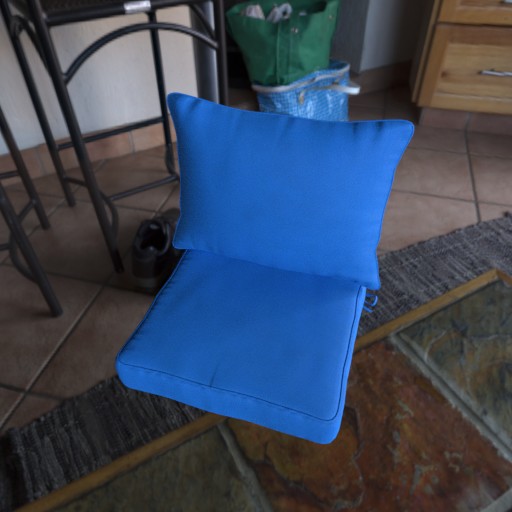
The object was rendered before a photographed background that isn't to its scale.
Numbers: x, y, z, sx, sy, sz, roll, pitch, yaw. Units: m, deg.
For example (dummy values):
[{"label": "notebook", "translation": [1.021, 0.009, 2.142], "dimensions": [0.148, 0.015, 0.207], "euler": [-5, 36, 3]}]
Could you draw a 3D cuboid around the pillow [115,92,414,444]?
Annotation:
[{"label": "pillow", "translation": [0.000, 0.000, 1.359], "dimensions": [0.798, 0.725, 0.733], "euler": [12, 43, 13]}]
